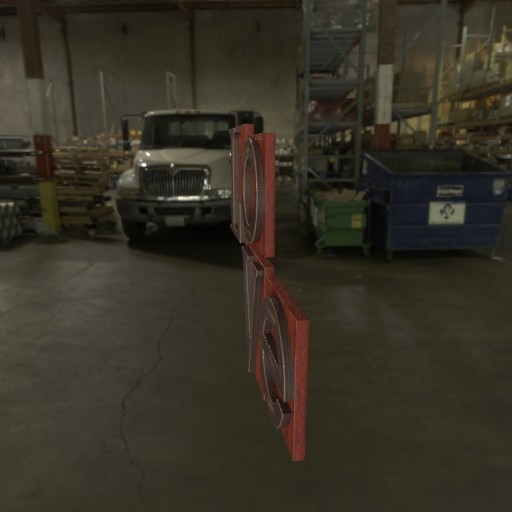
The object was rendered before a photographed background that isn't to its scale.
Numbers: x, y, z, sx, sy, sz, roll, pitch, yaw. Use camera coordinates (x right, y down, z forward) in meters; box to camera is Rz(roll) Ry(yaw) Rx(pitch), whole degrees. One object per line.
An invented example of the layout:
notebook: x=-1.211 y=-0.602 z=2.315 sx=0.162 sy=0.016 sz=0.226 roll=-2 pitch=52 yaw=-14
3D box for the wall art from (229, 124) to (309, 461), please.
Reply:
wall art: x=0.000 y=0.000 z=0.850 sx=0.030 sy=0.497 sz=0.635 roll=-2 pitch=14 yaw=-9
